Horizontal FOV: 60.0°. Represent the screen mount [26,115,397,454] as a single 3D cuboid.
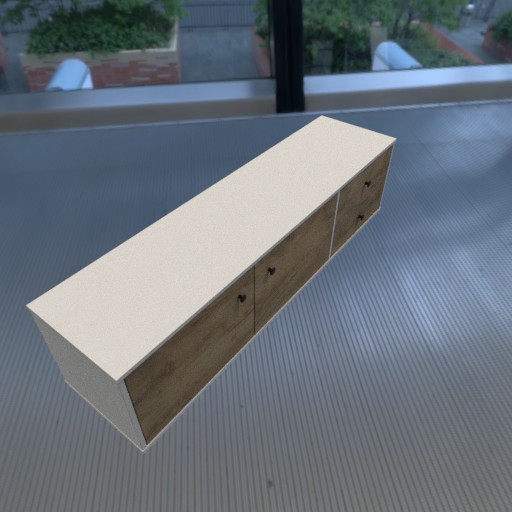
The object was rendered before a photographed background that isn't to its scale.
[{"bbox_3d":[0.000,0.000,1.813,0.418,0.520,1.600,27,49,27],"label":"screen mount"}]
